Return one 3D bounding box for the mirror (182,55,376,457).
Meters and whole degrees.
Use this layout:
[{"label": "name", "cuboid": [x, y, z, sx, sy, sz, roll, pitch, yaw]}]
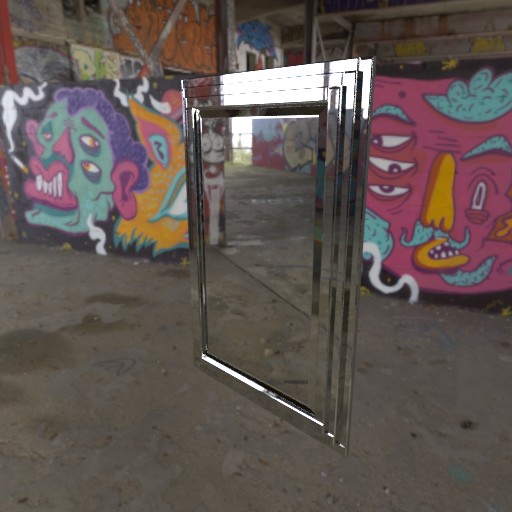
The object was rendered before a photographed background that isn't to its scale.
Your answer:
[{"label": "mirror", "cuboid": [0.000, 0.000, 1.170, 0.613, 0.914, 0.039, 15, 22, 43]}]
